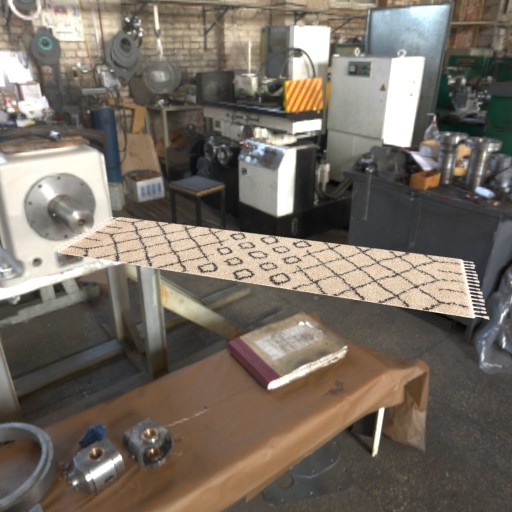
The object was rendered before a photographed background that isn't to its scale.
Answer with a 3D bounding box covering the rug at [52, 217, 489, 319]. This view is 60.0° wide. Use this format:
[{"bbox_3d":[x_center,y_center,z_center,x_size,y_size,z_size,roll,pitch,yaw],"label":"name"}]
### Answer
[{"bbox_3d":[0.000,0.000,2.657,2.464,0.005,0.660,8,26,16],"label":"rug"}]
